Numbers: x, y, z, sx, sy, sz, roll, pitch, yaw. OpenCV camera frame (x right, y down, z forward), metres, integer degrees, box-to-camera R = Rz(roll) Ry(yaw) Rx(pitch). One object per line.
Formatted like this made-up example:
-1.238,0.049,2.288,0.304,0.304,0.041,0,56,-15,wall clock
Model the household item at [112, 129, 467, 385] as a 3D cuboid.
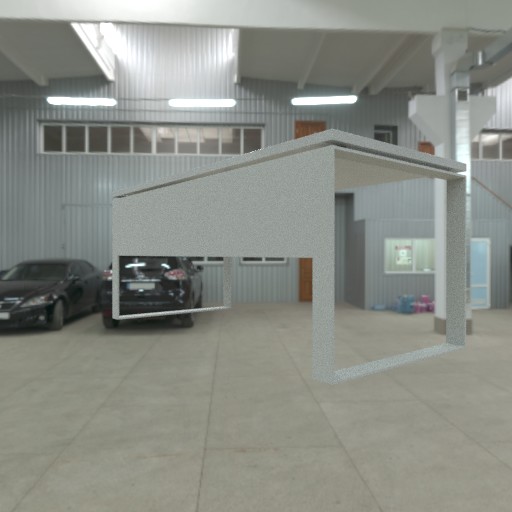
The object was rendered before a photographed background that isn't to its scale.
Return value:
0.000,0.000,2.191,0.800,0.745,1.700,0,0,-39,household item
